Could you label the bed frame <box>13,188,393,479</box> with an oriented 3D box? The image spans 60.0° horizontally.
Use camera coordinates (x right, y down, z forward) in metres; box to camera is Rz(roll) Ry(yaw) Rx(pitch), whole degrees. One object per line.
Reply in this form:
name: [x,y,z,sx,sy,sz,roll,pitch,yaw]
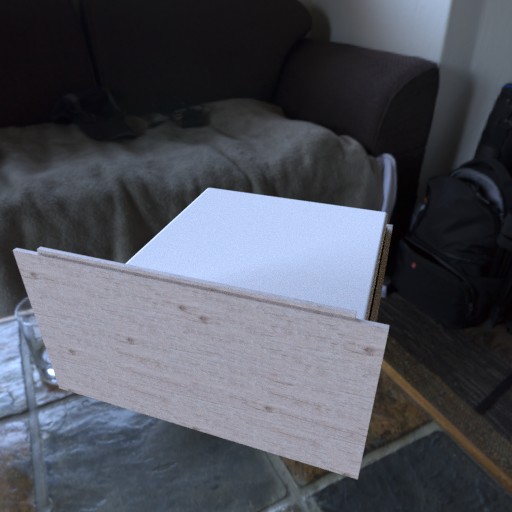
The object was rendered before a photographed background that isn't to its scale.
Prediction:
bed frame: [0.000,0.000,2.963,1.750,0.970,2.080,10,33,16]
